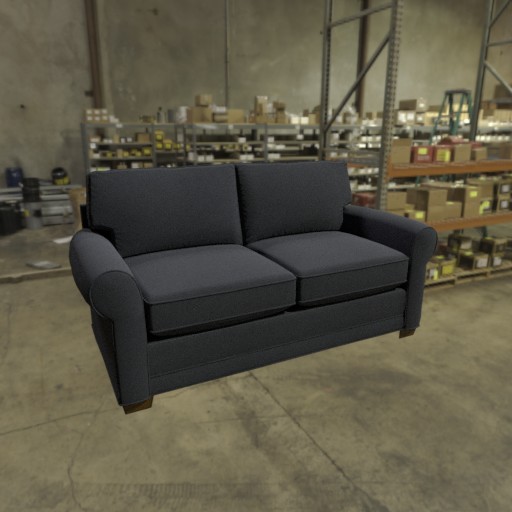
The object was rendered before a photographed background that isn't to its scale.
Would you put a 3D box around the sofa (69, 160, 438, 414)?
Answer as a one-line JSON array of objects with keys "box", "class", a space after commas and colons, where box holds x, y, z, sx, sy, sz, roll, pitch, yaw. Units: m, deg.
[{"box": [0.000, 0.000, 2.599, 2.009, 1.031, 0.951, -8, 18, -26], "class": "sofa"}]
